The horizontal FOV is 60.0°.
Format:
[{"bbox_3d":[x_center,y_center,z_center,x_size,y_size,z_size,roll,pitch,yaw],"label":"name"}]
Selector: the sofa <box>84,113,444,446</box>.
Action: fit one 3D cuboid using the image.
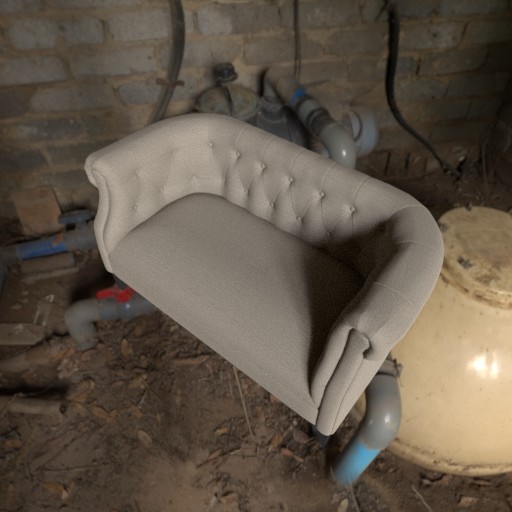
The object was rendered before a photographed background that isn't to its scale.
[{"bbox_3d":[0.000,0.000,2.094,1.558,0.827,0.835,31,54,26],"label":"sofa"}]
